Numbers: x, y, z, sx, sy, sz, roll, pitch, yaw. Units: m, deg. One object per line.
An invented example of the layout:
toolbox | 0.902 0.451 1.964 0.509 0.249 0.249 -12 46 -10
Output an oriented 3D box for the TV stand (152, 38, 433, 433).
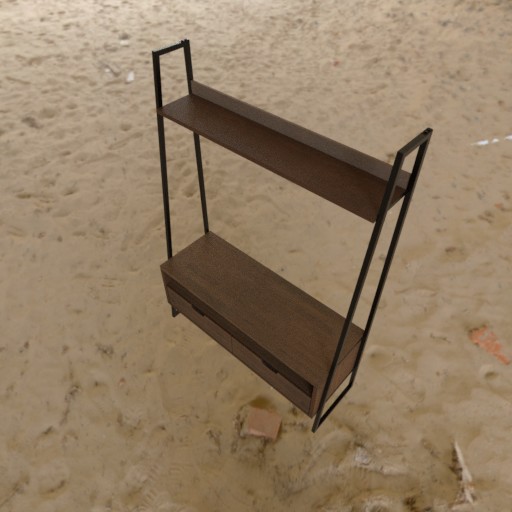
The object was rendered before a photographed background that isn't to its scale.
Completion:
TV stand | 0.000 0.000 2.316 1.250 1.772 0.432 33 54 28
